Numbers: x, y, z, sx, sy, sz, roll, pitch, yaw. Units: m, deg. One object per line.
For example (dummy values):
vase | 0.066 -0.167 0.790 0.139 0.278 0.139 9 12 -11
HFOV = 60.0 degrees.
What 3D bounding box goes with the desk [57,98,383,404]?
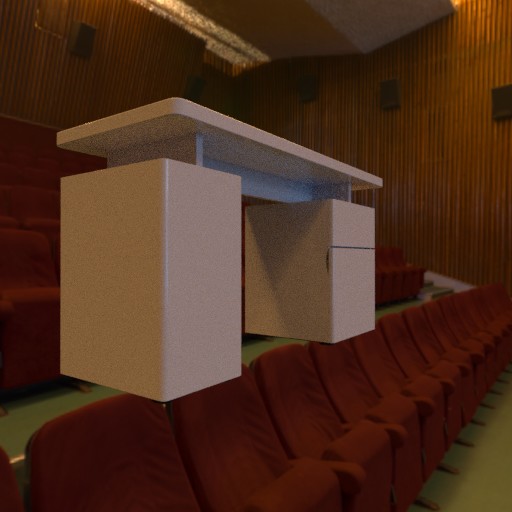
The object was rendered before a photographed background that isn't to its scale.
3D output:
desk | 0.000 0.000 1.789 0.550 0.762 1.400 0 0 36
